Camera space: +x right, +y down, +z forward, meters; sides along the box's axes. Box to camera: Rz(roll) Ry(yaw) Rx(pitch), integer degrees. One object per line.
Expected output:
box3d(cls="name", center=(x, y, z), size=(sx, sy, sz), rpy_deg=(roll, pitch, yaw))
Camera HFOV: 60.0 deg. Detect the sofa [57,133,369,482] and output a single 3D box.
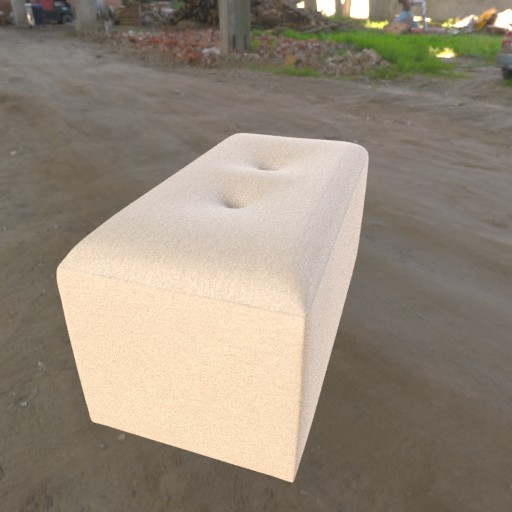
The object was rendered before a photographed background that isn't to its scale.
box3d(cls="sofa", center=(0.000, 0.000, 1.187), size=(0.480, 0.470, 0.930), rpy_deg=(9, 31, 16))
